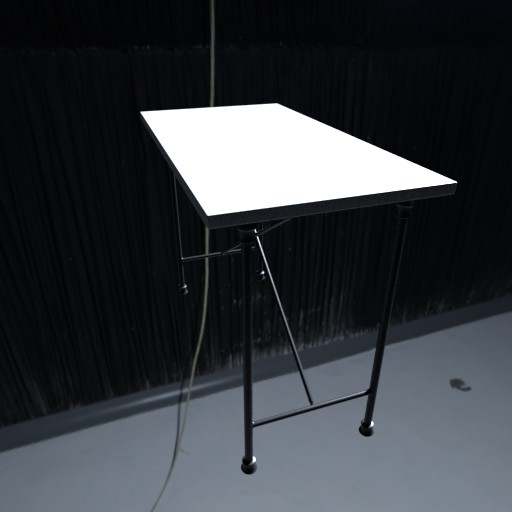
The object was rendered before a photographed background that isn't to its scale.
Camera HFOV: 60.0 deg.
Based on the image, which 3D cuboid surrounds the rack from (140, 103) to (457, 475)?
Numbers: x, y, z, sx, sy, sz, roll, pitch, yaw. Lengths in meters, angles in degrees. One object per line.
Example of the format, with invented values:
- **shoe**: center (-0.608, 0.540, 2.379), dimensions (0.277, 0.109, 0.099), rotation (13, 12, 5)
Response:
- **rack**: center (0.000, 0.000, 1.658), dimensions (0.613, 0.880, 1.159), rotation (-9, 30, -17)
